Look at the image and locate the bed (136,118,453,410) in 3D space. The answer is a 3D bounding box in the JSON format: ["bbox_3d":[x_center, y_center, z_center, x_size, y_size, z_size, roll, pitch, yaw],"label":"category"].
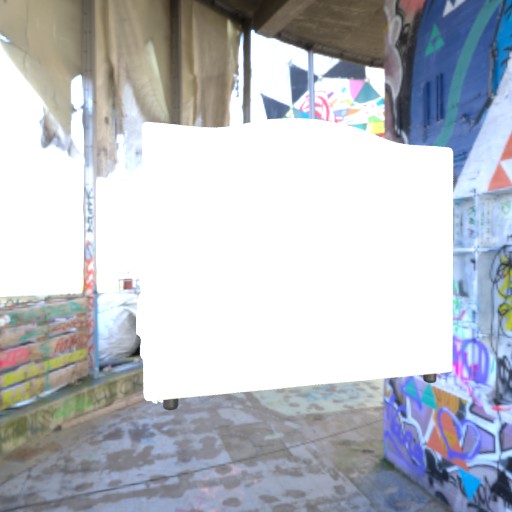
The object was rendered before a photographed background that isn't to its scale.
[{"bbox_3d":[0.000,0.000,3.321,1.753,1.460,2.143,0,0,-17],"label":"bed"}]
